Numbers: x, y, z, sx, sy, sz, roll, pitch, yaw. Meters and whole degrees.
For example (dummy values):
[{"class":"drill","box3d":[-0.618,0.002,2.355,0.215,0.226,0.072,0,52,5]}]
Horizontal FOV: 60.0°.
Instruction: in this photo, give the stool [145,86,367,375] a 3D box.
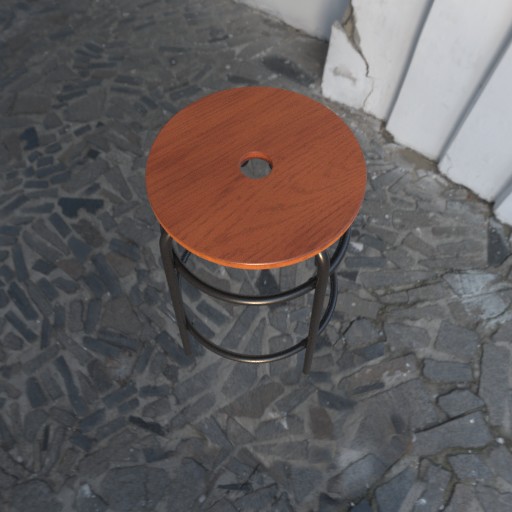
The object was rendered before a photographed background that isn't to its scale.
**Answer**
[{"class":"stool","box3d":[0.000,0.000,0.943,0.455,0.610,0.455,-33,68,-15]}]
